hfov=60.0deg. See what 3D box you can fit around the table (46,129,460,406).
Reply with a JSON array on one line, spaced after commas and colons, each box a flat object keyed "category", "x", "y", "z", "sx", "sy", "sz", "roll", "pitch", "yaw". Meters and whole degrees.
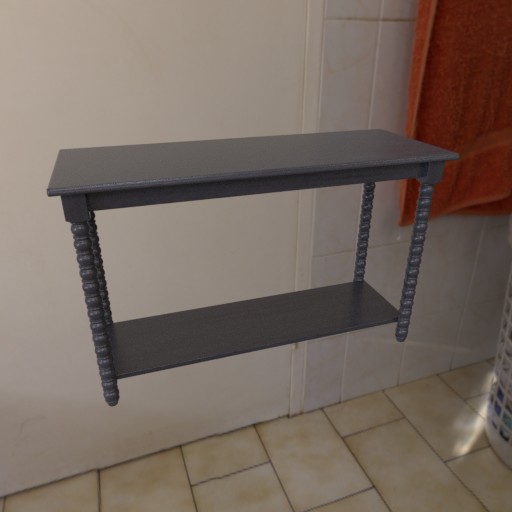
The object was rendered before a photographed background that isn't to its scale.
[{"category": "table", "x": 0.000, "y": 0.000, "z": 1.555, "sx": 1.184, "sy": 0.735, "sz": 0.459, "roll": -8, "pitch": 27, "yaw": -16}]
